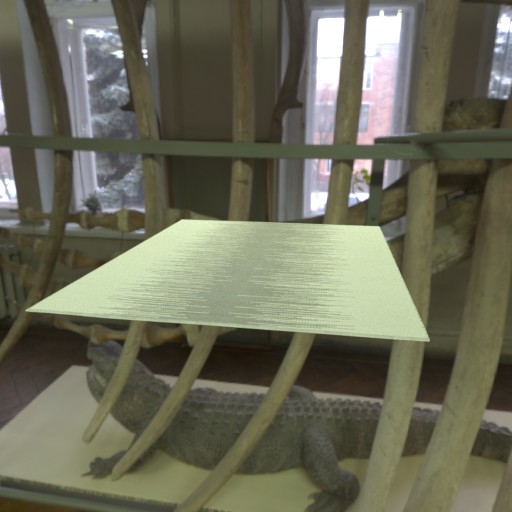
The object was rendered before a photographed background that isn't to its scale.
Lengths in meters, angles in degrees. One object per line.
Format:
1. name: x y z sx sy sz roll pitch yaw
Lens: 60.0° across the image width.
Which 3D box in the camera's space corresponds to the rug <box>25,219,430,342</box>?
1. rug: 0.000 0.000 4.038 2.453 0.010 3.037 3 16 10
